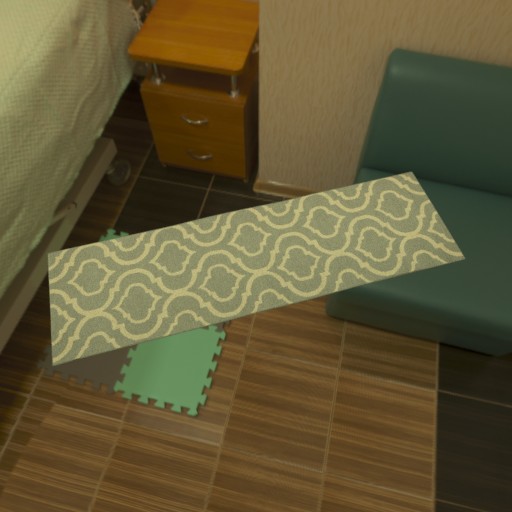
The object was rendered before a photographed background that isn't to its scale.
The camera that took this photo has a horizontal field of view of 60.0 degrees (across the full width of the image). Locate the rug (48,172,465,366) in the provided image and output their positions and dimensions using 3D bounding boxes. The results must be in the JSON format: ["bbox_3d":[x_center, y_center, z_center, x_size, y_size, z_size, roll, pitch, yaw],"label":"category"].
[{"bbox_3d":[0.000,0.000,2.515,2.275,0.009,0.684,-14,60,-8],"label":"rug"}]
